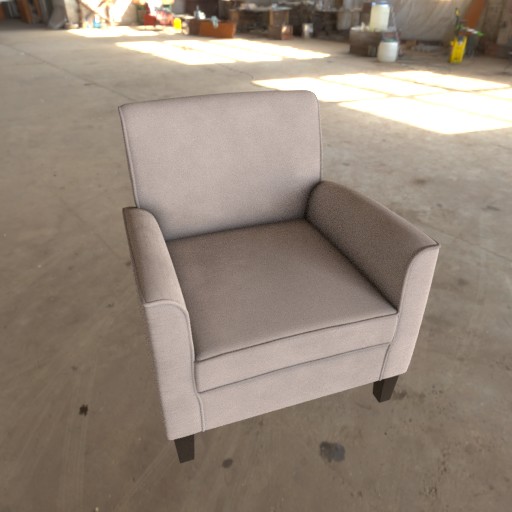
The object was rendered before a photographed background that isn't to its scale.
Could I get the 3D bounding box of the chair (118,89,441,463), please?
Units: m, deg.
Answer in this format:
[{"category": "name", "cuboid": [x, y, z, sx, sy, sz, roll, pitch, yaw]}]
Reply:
[{"category": "chair", "cuboid": [0.000, 0.000, 1.520, 0.820, 0.915, 0.821, -10, 34, -16]}]
